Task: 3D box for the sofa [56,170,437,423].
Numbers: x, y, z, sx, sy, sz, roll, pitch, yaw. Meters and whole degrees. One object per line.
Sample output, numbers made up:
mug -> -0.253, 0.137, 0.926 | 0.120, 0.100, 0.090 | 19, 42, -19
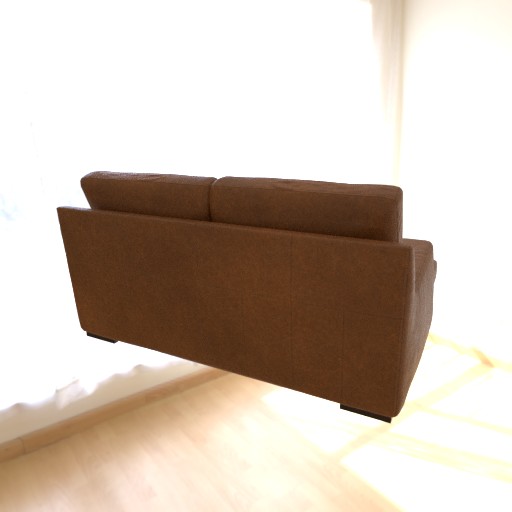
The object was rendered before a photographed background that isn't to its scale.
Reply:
sofa -> 0.000, 0.000, 2.490 | 1.880, 0.966, 1.144 | 8, 18, 26
